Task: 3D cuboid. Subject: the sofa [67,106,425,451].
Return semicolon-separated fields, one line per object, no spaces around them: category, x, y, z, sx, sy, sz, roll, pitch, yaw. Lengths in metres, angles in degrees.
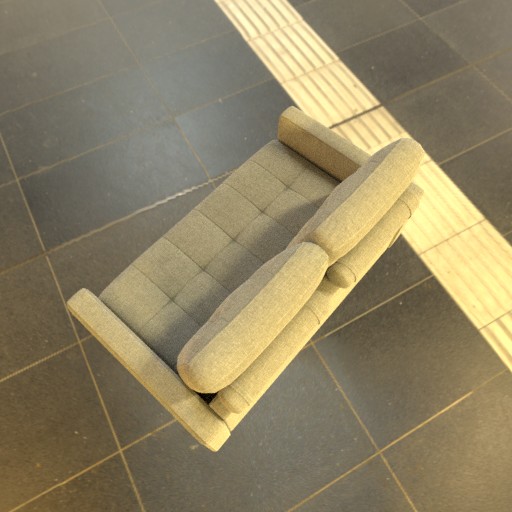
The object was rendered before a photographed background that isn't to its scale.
sofa;0.000;0.000;1.954;0.842;0.907;1.407;38;70;17
